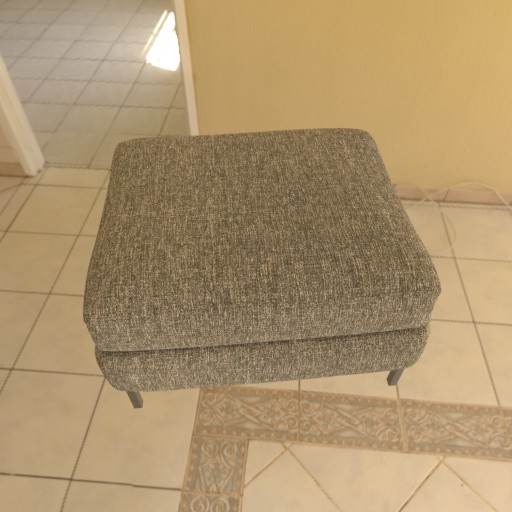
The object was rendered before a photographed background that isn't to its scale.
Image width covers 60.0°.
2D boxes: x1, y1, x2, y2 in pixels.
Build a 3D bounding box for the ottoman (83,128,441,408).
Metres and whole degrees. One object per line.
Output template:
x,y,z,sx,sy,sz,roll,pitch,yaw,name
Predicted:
0.000,0.000,1.252,0.828,0.480,0.683,-4,48,-4,ottoman
